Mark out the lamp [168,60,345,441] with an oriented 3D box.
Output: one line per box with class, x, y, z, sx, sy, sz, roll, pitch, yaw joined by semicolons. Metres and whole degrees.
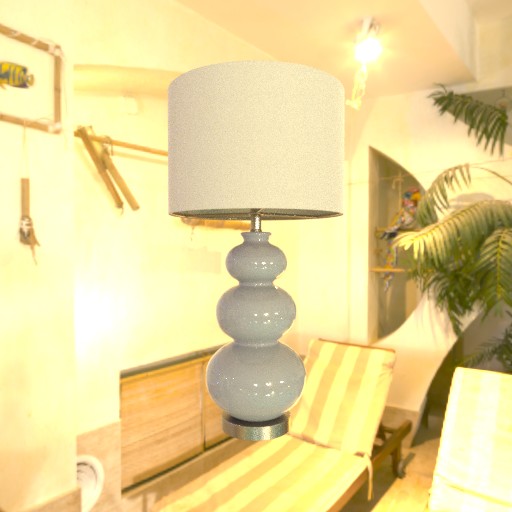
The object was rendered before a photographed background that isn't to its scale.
lamp;0.000;0.000;0.945;0.367;0.730;0.367;1;2;36
